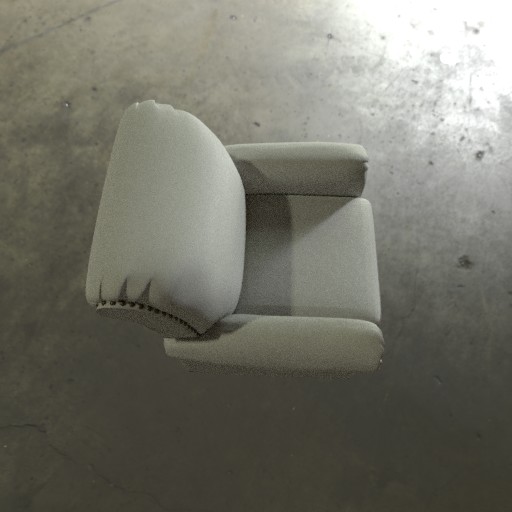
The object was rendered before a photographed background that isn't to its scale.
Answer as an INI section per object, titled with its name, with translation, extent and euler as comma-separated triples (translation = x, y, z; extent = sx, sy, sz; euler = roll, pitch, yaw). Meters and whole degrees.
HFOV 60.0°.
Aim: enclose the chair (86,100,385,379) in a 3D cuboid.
[chair]
translation = 0.000, 0.000, 1.623
extent = 0.890, 0.927, 0.854
euler = 2, 65, 1
